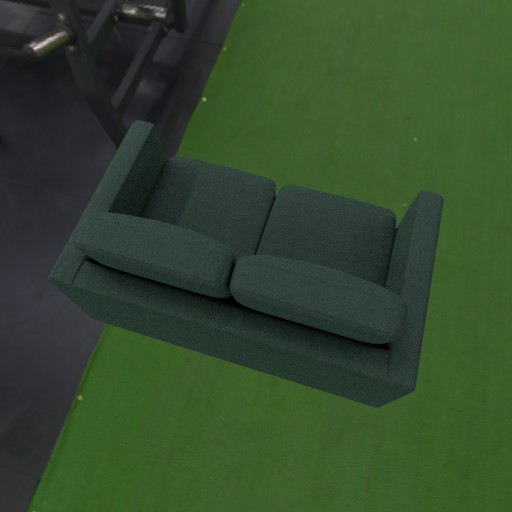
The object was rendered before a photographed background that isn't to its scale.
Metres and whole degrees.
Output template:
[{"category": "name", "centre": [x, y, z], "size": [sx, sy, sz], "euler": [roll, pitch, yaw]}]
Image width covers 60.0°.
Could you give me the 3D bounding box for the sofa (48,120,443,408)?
[{"category": "sofa", "centre": [0.000, 0.000, 2.016], "size": [1.430, 0.899, 0.879], "euler": [16, 66, 7]}]
